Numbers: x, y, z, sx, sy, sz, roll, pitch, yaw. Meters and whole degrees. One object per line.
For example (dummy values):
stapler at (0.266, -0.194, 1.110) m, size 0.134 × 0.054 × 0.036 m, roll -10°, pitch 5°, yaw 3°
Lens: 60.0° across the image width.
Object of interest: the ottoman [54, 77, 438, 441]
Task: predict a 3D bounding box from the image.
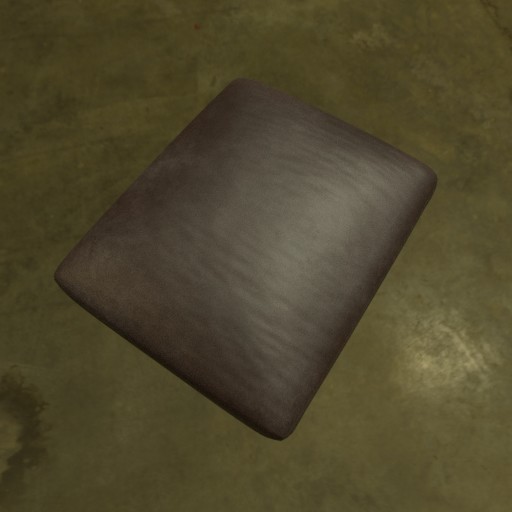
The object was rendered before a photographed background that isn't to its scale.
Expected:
ottoman at (0.000, 0.000, 1.275) m, size 0.670 × 0.569 × 0.806 m, roll 31°, pitch 68°, yaw 14°
